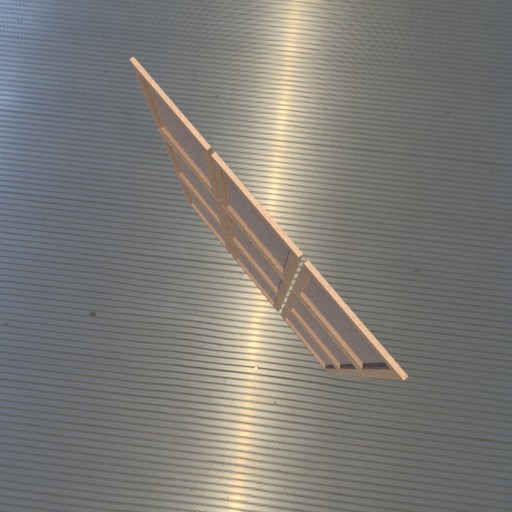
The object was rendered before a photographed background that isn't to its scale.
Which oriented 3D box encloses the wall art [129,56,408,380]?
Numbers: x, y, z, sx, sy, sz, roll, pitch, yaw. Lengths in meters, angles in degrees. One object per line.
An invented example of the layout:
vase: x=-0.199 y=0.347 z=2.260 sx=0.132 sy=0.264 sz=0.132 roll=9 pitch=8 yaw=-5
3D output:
wall art: x=0.000 y=0.000 z=1.377 sx=0.012 sy=0.910 sz=0.917 roll=-38 pitch=79 yaw=-9
